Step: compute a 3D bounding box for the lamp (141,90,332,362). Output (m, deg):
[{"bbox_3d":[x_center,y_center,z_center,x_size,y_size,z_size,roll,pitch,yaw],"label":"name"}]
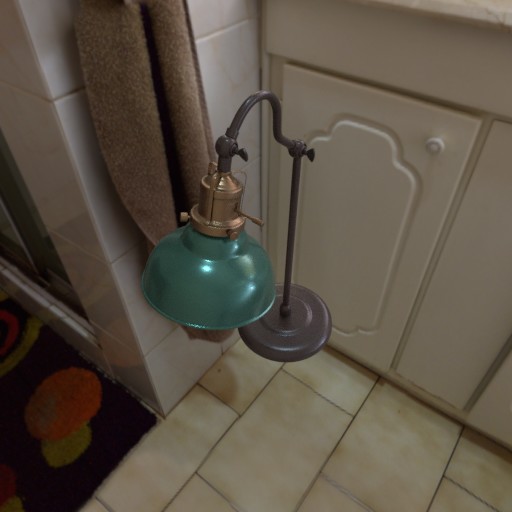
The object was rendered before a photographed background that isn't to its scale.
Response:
[{"bbox_3d":[0.000,0.000,0.674,0.192,0.508,0.374,30,51,27],"label":"lamp"}]
